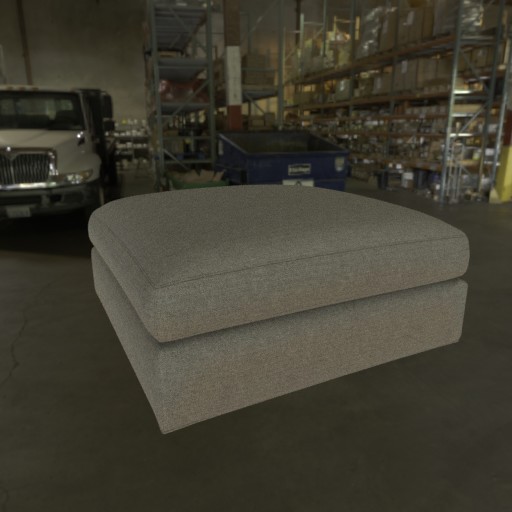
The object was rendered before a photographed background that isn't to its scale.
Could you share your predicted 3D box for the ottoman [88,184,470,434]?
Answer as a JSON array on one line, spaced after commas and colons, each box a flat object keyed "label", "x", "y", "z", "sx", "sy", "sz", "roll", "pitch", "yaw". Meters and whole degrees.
[{"label": "ottoman", "x": 0.000, "y": 0.000, "z": 1.623, "sx": 1.041, "sy": 0.470, "sz": 1.041, "roll": -8, "pitch": 18, "yaw": -26}]
